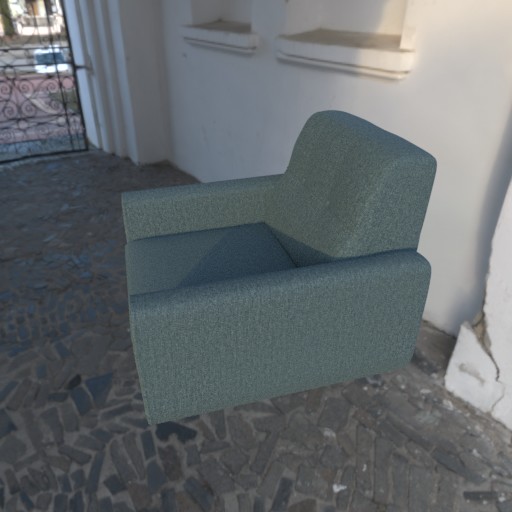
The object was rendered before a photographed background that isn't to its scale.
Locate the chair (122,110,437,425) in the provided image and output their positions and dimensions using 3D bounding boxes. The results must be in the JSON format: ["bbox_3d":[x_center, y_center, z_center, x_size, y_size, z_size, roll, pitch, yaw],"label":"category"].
[{"bbox_3d":[0.000,0.000,1.688,0.964,0.940,0.880,-8,32,-14],"label":"chair"}]
